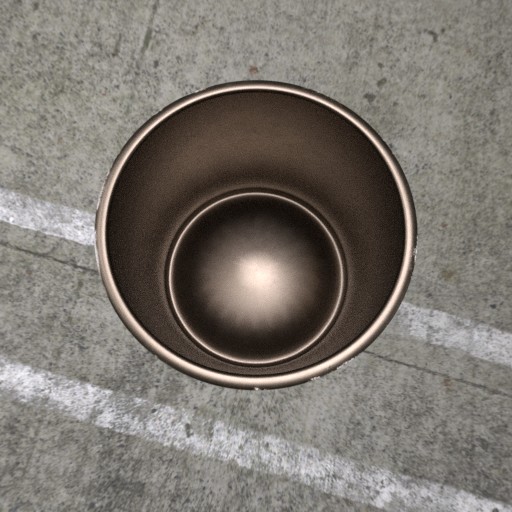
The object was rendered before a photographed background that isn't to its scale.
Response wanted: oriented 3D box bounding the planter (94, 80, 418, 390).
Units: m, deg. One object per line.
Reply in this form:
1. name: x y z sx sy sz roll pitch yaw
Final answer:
1. planter: 0.000 0.000 0.393 0.221 0.201 0.221 0 77 0
